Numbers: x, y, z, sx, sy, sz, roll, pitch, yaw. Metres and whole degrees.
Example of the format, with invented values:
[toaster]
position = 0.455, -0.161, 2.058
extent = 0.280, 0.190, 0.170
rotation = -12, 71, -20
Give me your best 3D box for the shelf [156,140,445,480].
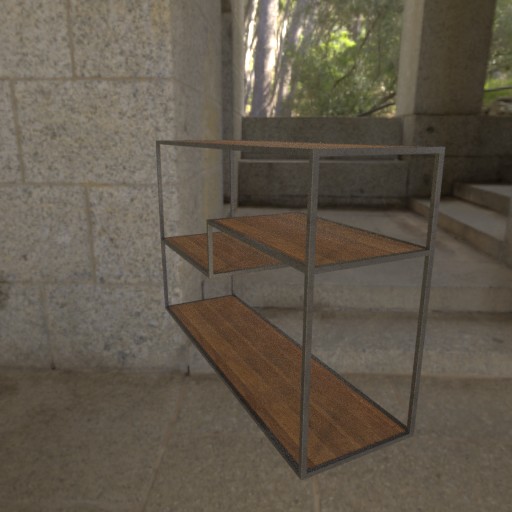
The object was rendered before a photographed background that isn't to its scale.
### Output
[shelf]
position = 0.000, 0.000, 1.543
extent = 0.361, 0.765, 1.201
rotation = -8, 17, -26
